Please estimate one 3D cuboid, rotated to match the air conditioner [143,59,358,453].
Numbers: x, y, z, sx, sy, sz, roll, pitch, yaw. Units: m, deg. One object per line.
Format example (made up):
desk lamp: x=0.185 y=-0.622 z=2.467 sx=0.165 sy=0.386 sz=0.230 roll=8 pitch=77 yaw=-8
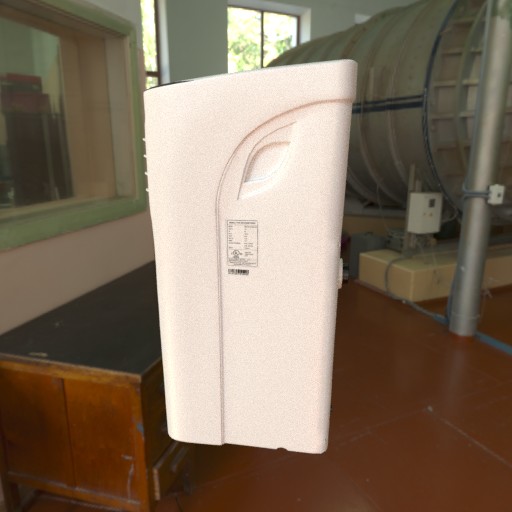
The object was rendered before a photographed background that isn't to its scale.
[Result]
air conditioner: x=0.000 y=0.000 z=0.923 sx=0.369 sy=0.716 sz=0.352 roll=2 pitch=15 yaw=8
